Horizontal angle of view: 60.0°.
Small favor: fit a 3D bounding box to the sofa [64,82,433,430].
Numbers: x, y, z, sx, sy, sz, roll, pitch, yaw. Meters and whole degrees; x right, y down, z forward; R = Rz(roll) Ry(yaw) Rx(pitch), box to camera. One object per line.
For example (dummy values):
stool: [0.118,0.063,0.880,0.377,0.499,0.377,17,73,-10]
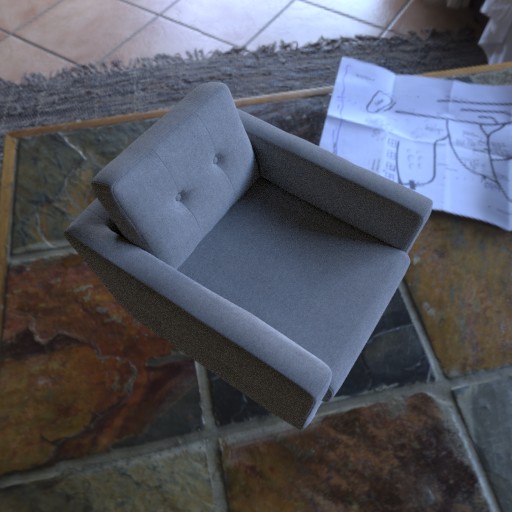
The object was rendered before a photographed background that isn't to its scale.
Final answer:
sofa: [0.000,0.000,1.538,0.920,0.860,0.770,30,63,17]
